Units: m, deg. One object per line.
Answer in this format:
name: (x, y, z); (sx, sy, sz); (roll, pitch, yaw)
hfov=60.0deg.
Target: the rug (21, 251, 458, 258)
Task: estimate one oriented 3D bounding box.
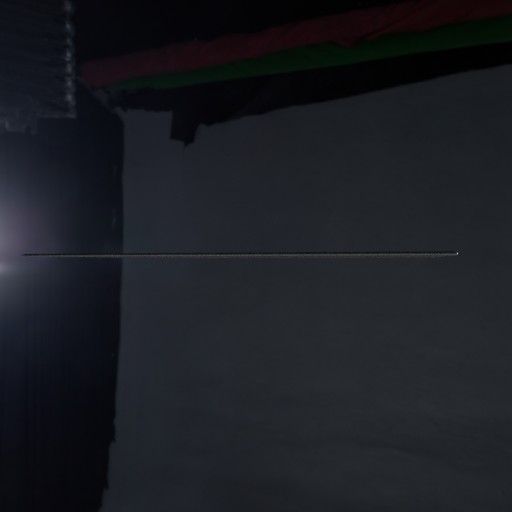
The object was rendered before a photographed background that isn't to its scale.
rug: (0.000, 0.000, 2.840); (2.197, 0.014, 1.586); (0, -1, 18)
